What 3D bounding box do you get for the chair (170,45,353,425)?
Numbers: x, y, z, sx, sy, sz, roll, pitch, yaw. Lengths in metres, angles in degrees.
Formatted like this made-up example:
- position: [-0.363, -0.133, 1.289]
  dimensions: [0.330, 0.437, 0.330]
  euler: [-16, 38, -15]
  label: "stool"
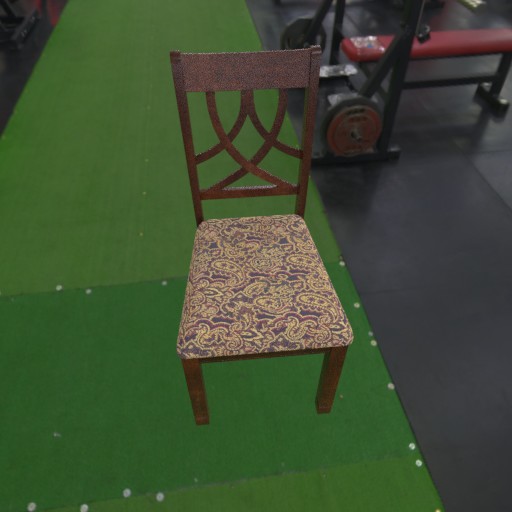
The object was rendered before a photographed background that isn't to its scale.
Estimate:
- position: [0.000, 0.000, 1.291]
  dimensions: [0.457, 0.965, 0.584]
  euler: [-4, 46, -4]
  label: "chair"
